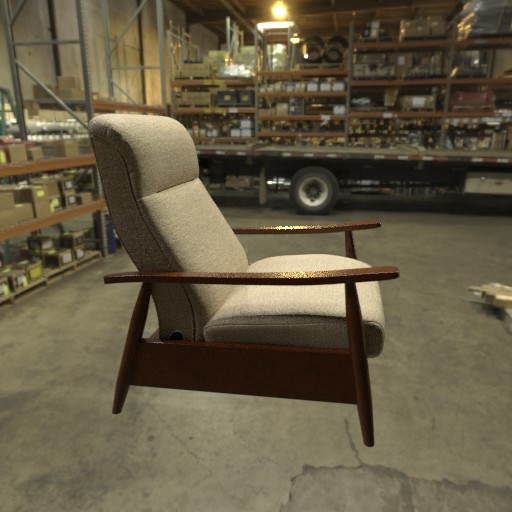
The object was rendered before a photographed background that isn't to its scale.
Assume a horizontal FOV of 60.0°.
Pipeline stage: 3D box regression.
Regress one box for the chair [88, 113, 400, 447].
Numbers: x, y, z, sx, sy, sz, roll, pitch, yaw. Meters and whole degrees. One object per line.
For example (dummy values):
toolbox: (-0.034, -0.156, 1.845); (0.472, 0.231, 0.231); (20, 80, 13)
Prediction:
chair: (0.000, 0.000, 1.777); (1.014, 1.082, 0.762); (3, 17, 11)
